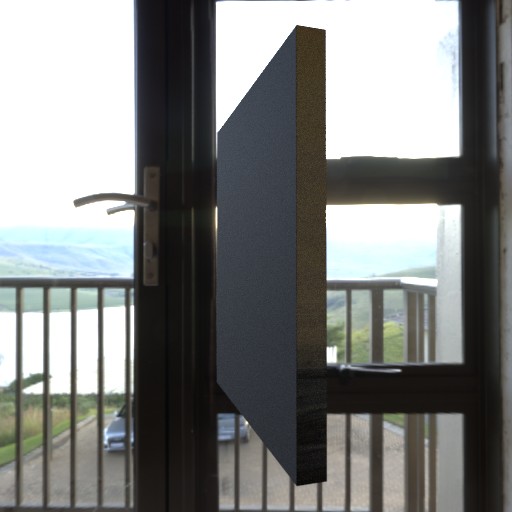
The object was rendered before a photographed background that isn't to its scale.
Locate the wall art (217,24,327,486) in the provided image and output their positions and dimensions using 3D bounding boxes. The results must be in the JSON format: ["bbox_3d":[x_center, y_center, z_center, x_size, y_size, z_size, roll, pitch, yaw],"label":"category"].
[{"bbox_3d":[0.000,0.000,0.703,0.037,0.511,0.435,0,-1,-17],"label":"wall art"}]
